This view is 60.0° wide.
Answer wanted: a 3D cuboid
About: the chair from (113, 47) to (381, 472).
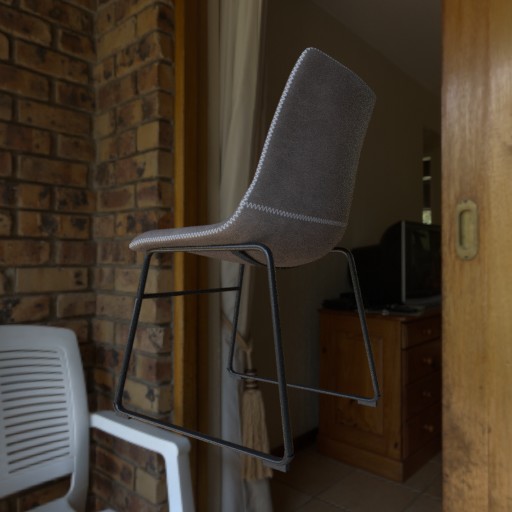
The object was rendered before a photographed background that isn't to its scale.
[{"bbox_3d":[0.000,0.000,1.110,0.550,0.780,0.460,0,-1,36],"label":"chair"}]
